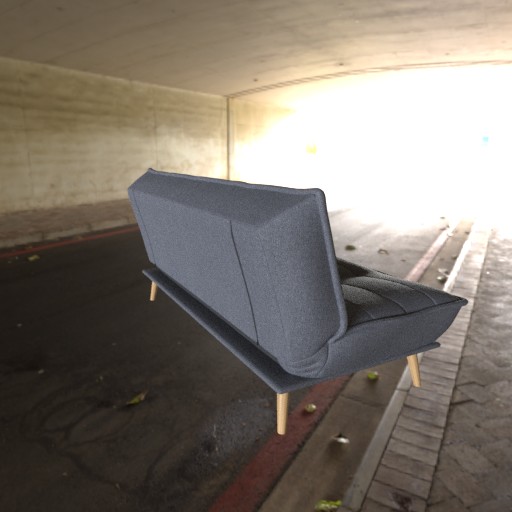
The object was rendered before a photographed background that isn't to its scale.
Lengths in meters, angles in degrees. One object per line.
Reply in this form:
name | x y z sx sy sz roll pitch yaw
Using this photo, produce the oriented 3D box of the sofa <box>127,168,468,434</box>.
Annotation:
sofa | 0.000 0.000 2.404 0.950 0.890 1.940 -7 15 -28
